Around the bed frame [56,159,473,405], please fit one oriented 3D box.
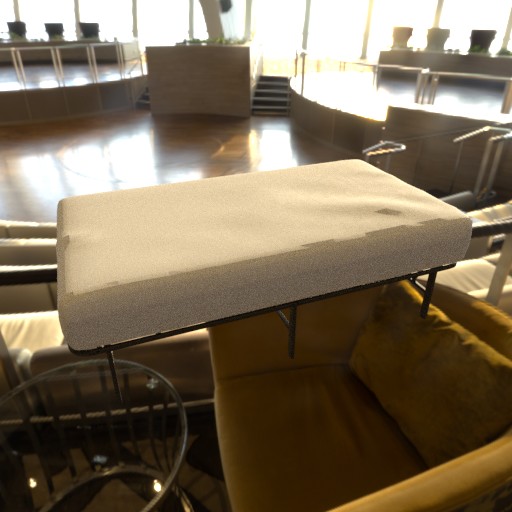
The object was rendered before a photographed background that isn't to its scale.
[{"bbox_3d":[0.000,0.000,2.371,1.908,0.640,1.025,-11,32,-18],"label":"bed frame"}]
